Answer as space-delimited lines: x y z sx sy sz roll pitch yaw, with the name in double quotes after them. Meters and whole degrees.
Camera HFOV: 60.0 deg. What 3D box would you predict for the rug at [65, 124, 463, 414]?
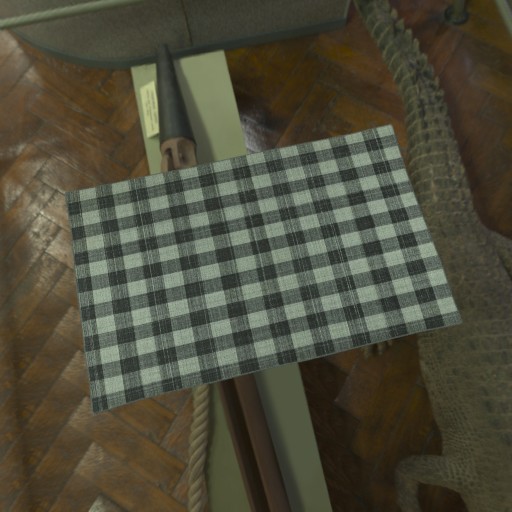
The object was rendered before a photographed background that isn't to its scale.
0.000 0.000 3.066 2.476 0.011 1.554 -13 75 -4 "rug"
